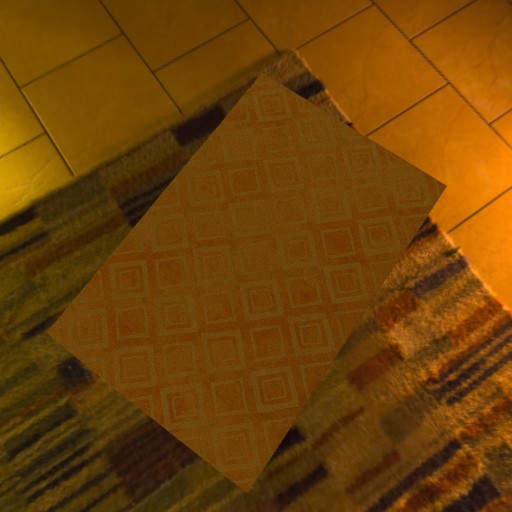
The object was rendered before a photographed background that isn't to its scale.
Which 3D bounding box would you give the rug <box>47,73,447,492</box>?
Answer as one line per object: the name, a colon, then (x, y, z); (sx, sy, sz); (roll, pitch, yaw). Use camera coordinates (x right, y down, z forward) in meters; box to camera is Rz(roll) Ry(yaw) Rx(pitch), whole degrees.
rug: (0.000, 0.000, 2.263); (1.213, 0.010, 1.829); (35, 77, 9)
